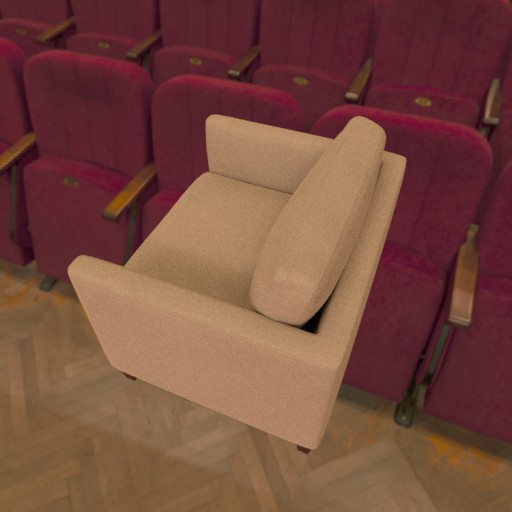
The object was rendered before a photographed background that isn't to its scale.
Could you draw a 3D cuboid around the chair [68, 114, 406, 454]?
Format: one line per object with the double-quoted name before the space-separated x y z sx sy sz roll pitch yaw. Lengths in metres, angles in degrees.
"chair" 0.000 0.000 1.848 0.959 0.961 1.107 17 50 15
